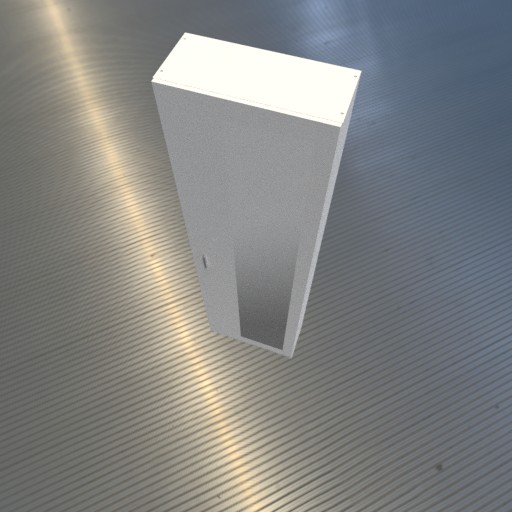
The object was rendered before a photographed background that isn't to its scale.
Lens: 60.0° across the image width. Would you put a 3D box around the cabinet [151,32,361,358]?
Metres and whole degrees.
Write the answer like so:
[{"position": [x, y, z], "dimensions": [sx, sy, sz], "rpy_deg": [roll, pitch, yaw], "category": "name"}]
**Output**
[{"position": [0.000, 0.000, 1.907], "dimensions": [0.500, 1.790, 0.230], "rpy_deg": [17, 61, 10], "category": "cabinet"}]
